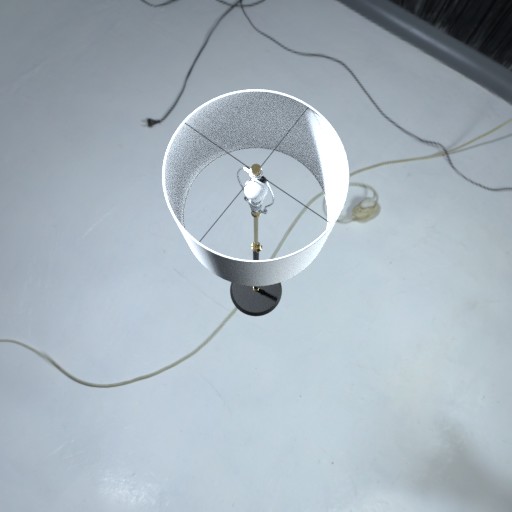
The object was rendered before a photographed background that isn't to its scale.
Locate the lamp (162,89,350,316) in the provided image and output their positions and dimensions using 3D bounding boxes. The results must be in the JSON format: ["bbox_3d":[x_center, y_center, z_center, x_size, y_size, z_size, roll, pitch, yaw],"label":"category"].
[{"bbox_3d":[0.000,0.000,1.676,0.404,1.517,0.404,36,79,8],"label":"lamp"}]
